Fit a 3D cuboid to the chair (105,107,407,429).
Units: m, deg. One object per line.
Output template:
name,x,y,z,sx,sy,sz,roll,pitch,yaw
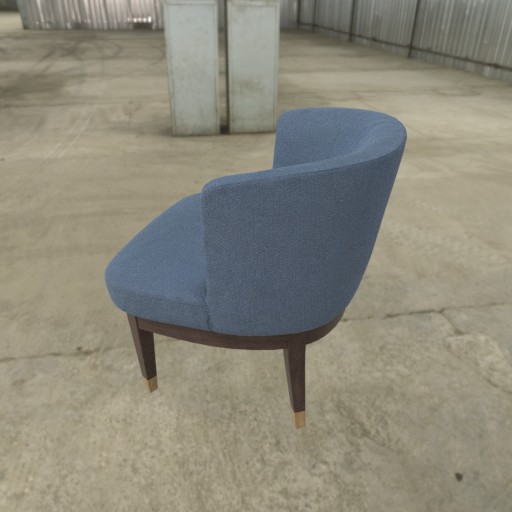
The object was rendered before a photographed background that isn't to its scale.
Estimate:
chair,0.000,0.000,1.260,0.702,0.760,0.661,9,32,14
